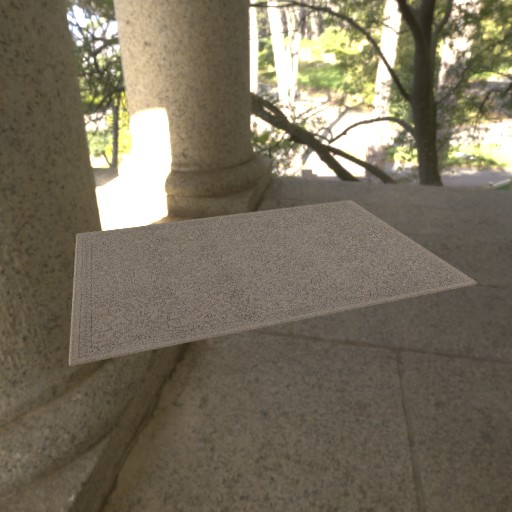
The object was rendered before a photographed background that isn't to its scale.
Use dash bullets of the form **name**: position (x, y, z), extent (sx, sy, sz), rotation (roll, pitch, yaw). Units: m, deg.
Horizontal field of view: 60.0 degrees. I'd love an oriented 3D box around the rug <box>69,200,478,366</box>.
- **rug**: position (0.000, 0.000, 2.957), extent (2.286, 0.011, 1.524), rotation (-9, 28, -16)
